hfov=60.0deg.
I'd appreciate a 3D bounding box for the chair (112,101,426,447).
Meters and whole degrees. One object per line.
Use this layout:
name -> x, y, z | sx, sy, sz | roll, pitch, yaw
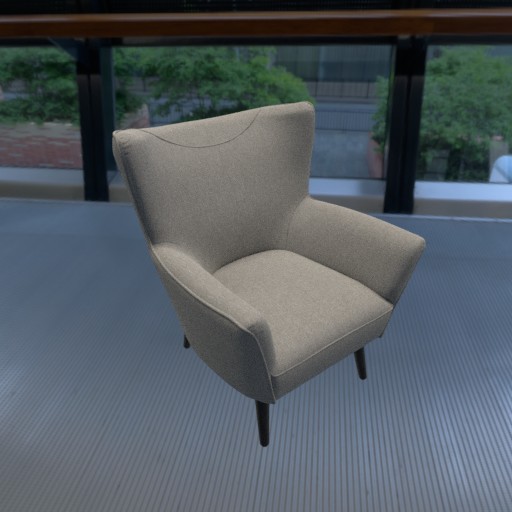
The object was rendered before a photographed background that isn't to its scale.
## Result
chair -> 0.000, 0.000, 1.607 | 0.781, 0.933, 0.888 | -21, 36, -32
